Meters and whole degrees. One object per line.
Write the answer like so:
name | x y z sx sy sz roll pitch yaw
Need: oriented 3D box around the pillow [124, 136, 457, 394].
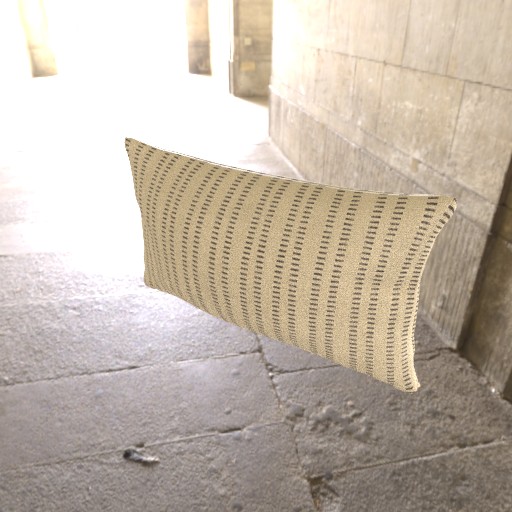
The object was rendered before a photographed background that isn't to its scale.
pillow | 0.000 0.000 0.812 0.640 0.353 0.210 17 33 28
